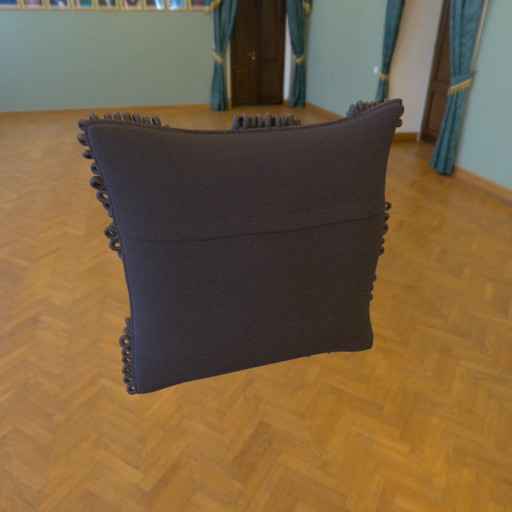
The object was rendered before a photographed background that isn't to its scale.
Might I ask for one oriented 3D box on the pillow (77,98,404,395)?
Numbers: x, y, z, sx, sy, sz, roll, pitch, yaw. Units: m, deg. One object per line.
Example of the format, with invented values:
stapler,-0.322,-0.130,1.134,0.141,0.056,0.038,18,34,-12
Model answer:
pillow,0.000,0.000,0.712,0.470,0.467,0.172,-8,29,-14
